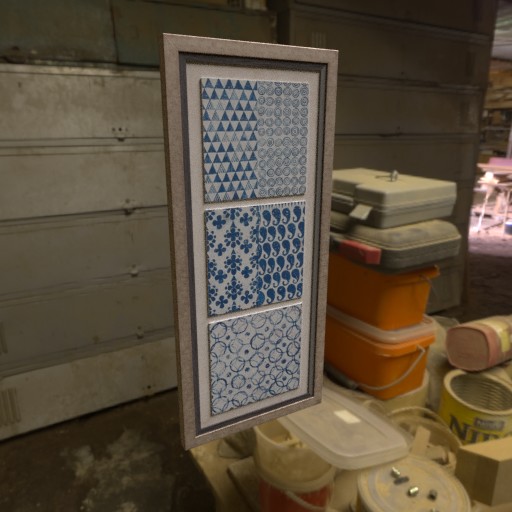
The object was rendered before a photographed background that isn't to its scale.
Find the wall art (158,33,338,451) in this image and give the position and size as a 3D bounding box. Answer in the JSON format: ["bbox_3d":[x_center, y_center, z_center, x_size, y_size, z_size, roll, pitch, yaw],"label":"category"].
[{"bbox_3d":[0.000,0.000,1.671,0.648,1.461,0.051,-9,18,-27],"label":"wall art"}]
